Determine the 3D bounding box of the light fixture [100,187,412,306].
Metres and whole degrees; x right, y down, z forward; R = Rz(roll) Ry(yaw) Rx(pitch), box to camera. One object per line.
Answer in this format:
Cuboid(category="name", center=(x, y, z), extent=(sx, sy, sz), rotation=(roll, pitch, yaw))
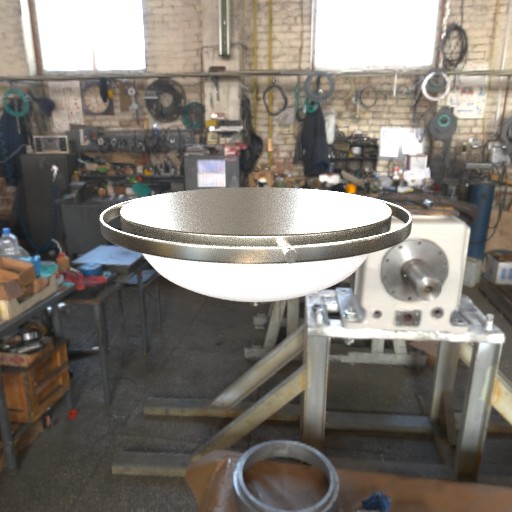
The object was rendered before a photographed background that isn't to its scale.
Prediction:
Cuboid(category="light fixture", center=(0.000, 0.000, 0.556), extent=(0.361, 0.130, 0.361), rotation=(0, 16, 0))
